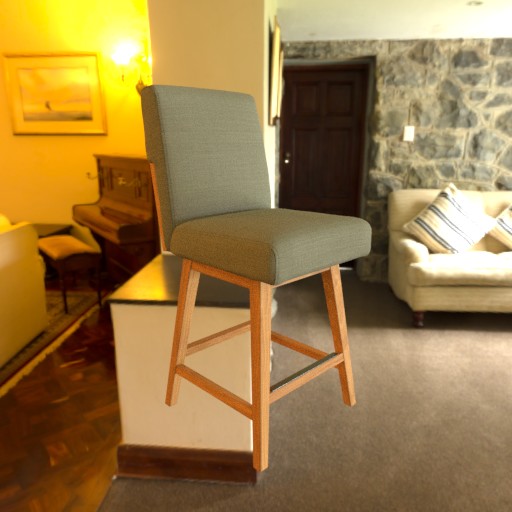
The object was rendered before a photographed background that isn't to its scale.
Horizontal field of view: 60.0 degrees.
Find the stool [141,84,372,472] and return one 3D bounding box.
[{"bbox_3d":[0.000,0.000,1.378,0.459,1.019,0.570,-14,20,-43],"label":"stool"}]
